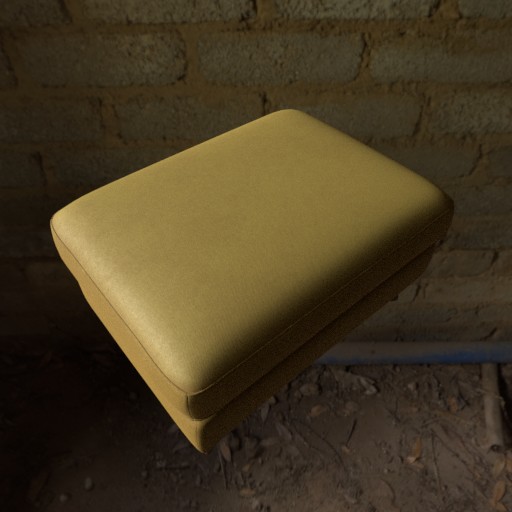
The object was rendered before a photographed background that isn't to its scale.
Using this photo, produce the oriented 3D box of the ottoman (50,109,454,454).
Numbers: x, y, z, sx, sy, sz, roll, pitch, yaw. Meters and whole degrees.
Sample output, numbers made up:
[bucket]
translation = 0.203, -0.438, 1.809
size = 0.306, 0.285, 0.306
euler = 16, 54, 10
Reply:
[ottoman]
translation = 0.000, 0.000, 1.151
size = 0.811, 0.449, 0.608
euler = -31, 54, -26
